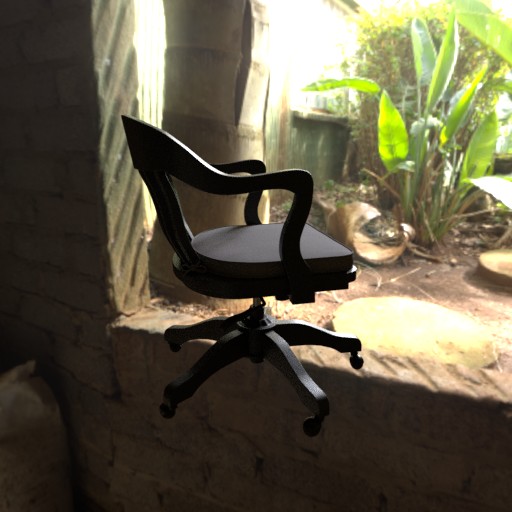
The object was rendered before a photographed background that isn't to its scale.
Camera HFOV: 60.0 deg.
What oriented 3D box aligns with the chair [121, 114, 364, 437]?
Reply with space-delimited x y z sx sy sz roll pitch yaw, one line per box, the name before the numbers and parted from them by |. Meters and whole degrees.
chair | 0.000 0.000 1.457 0.788 0.878 0.750 -3 15 -11
